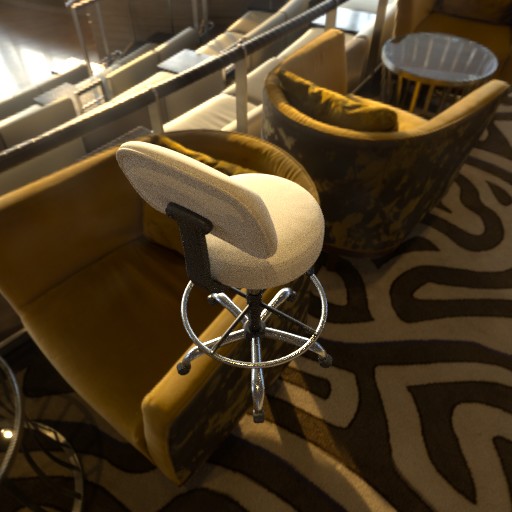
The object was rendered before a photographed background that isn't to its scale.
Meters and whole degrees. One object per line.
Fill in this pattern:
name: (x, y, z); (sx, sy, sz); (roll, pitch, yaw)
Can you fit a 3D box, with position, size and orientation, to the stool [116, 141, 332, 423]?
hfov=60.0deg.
stool: (0.000, 0.000, 1.428); (0.609, 1.080, 0.616); (26, 52, 22)
